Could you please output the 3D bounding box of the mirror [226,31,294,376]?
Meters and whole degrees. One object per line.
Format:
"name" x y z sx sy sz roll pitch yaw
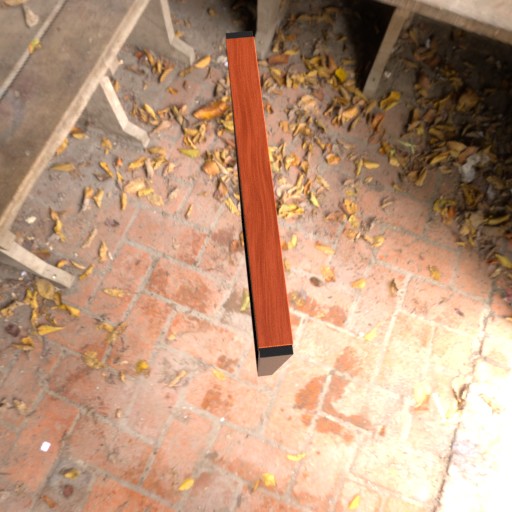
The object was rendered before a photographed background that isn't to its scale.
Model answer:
"mirror" 0.000 0.000 1.047 0.047 0.823 0.525 -6 73 -2
